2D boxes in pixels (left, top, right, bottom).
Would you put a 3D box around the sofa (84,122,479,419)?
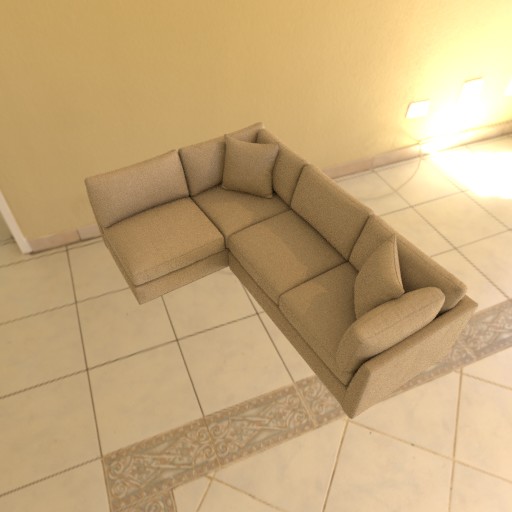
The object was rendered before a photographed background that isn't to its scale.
[{"bbox_3d":[0.000,0.000,3.820,1.994,0.978,2.896,-24,50,-22],"label":"sofa"}]
